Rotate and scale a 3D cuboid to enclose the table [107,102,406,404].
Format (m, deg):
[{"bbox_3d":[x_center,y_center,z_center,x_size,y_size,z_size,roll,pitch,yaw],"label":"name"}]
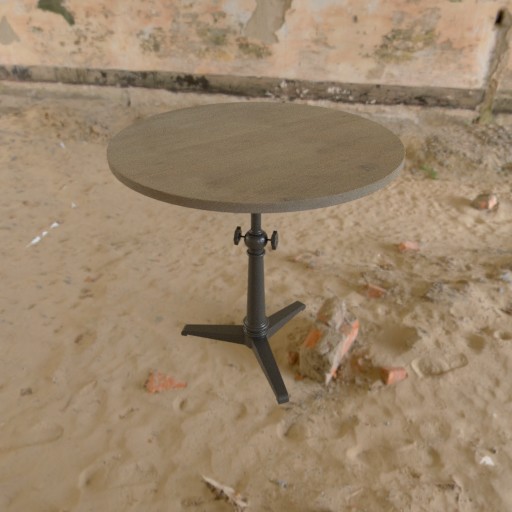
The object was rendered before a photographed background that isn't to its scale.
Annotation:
[{"bbox_3d":[0.000,0.000,1.444,0.800,0.780,0.800,0,33,0],"label":"table"}]
